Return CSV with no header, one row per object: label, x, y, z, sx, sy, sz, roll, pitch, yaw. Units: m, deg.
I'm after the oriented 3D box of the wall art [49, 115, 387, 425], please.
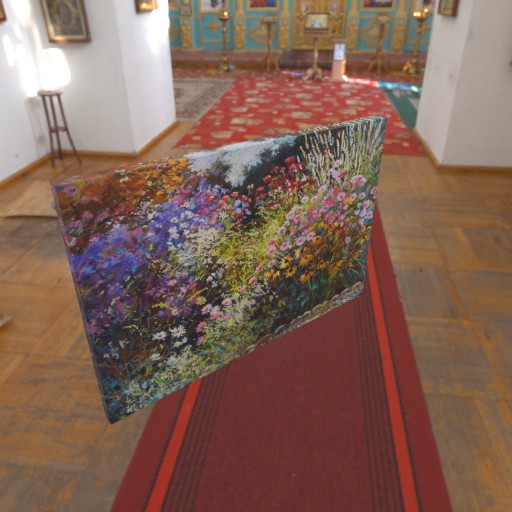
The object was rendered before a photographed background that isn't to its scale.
wall art,0.000,0.000,1.172,0.908,0.604,0.037,-21,35,-32
